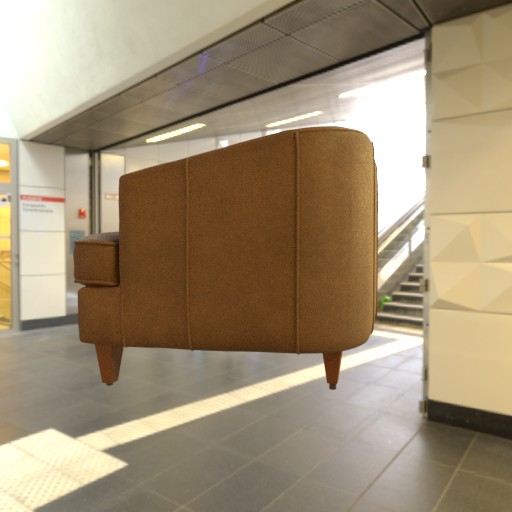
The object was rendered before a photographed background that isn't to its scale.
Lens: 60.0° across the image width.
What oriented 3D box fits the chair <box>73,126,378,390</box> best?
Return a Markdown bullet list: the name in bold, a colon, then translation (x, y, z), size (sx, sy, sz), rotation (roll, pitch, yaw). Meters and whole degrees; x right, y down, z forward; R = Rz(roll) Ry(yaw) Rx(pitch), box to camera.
- **chair**: translation (0.000, 0.000, 1.741), size (0.914, 0.787, 1.118), rotation (0, 1, 17)
